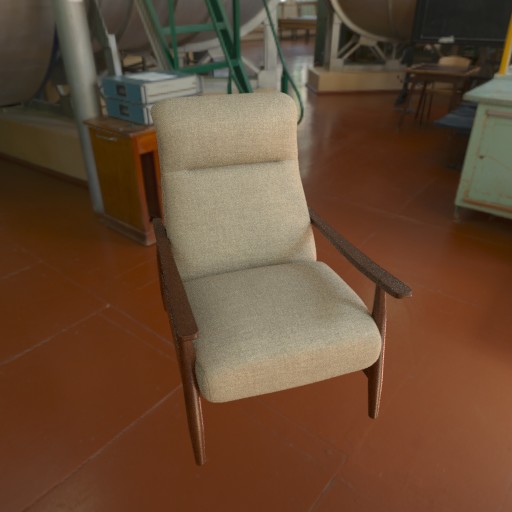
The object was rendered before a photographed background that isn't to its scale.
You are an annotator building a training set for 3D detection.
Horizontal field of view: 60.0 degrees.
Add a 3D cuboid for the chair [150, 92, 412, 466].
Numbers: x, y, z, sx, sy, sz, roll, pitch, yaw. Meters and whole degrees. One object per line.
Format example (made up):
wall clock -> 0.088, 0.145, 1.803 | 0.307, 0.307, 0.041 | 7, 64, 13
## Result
chair -> 0.000, 0.000, 1.795 | 0.762, 1.082, 1.014 | -9, 32, -14
